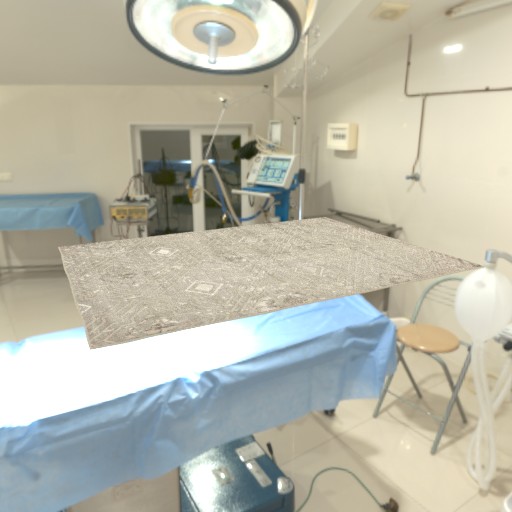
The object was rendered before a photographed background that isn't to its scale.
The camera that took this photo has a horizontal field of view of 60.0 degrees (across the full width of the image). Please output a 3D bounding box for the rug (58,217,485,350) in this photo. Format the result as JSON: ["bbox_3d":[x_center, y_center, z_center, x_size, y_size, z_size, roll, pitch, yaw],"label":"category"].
[{"bbox_3d":[0.000,0.000,4.270,3.359,0.020,2.448,-8,19,-26],"label":"rug"}]
